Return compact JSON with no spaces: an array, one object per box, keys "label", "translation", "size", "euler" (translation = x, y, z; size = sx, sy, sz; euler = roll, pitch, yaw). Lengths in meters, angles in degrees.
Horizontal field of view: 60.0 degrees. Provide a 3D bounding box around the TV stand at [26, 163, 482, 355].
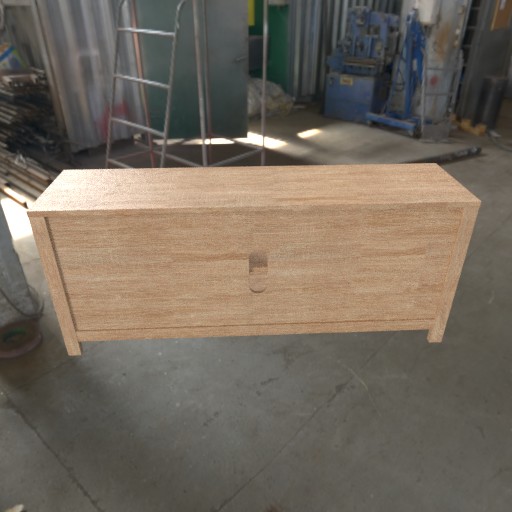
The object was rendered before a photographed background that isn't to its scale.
[{"label":"TV stand","translation":[0.000,0.000,1.748],"size":[1.466,0.610,0.398],"euler":[-2,31,-3]}]
